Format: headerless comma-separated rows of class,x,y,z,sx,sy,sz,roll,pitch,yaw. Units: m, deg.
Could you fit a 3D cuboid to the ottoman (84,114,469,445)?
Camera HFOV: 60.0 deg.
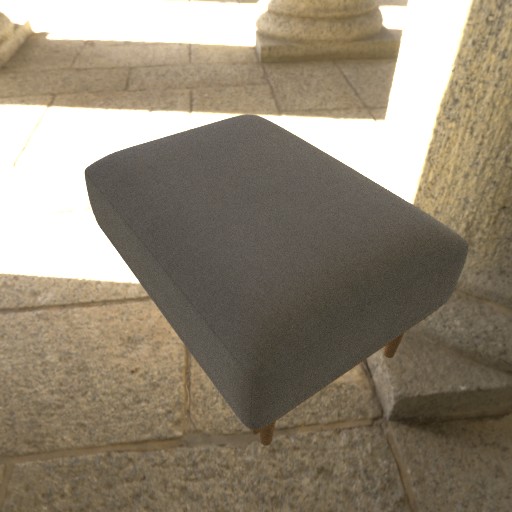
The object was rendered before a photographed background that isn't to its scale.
ottoman,0.000,0.000,1.075,0.549,0.428,0.749,-25,47,-26
